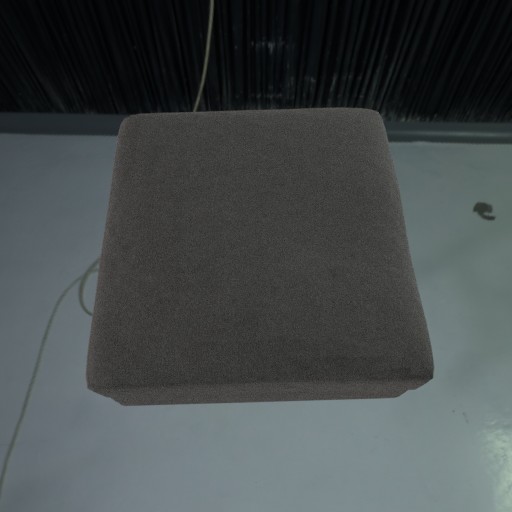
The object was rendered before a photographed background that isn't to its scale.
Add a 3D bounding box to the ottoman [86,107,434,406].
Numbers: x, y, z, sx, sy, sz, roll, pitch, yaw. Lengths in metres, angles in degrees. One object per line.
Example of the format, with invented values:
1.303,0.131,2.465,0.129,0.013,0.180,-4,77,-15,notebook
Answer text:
0.000,0.000,1.409,0.861,0.482,0.881,-1,63,-1,ottoman
